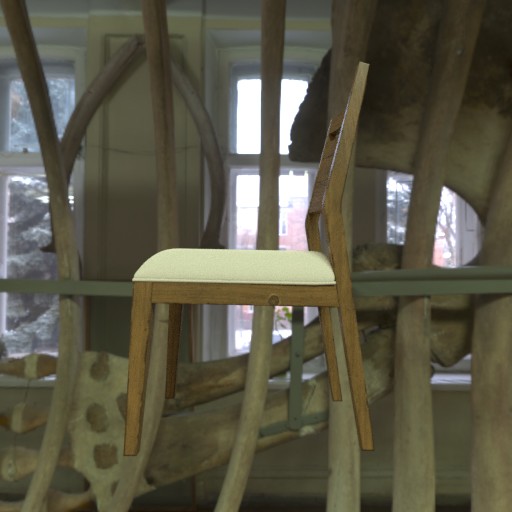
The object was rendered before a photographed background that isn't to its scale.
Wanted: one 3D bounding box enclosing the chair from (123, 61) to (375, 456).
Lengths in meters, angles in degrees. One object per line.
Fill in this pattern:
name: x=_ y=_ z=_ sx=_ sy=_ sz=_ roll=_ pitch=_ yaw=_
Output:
chair: x=0.000 y=0.000 z=1.282 sx=0.610 sy=0.939 sz=0.497 roll=0 pitch=-2 yaw=0
